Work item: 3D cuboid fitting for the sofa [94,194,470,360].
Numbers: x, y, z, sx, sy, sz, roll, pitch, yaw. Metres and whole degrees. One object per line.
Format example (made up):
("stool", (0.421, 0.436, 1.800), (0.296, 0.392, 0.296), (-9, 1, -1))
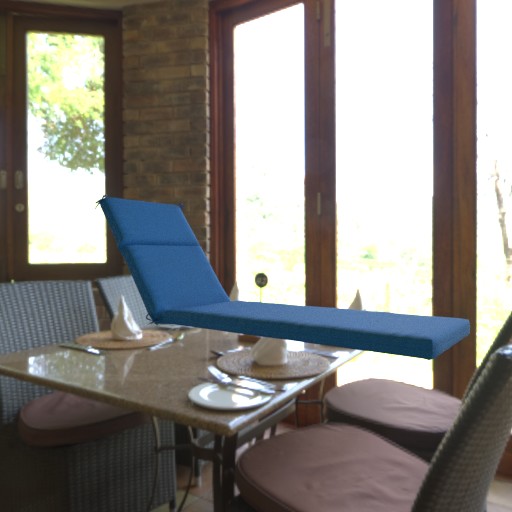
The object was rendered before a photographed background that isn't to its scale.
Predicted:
("sofa", (0.000, 0.000, 1.975), (1.663, 0.622, 0.582), (0, 0, 37))
